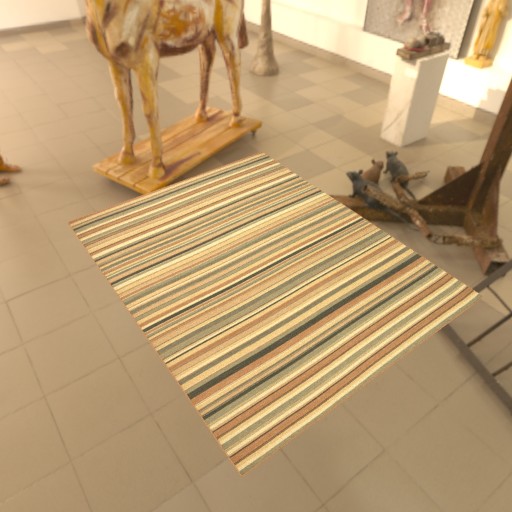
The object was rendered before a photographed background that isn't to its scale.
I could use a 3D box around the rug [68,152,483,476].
[{"bbox_3d":[0.000,0.000,4.040,2.436,0.011,3.045,-26,48,-26],"label":"rug"}]
